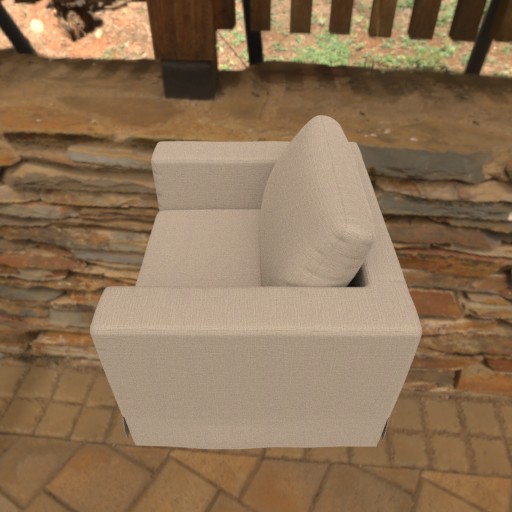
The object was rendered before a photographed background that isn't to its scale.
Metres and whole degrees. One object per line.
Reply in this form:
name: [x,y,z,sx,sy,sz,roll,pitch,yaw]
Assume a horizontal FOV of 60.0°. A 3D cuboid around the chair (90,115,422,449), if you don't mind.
chair: [0.000,0.000,1.767,0.957,0.878,1.150,0,42,0]
